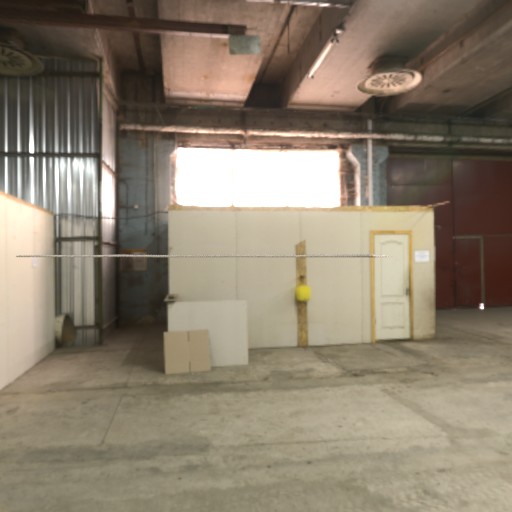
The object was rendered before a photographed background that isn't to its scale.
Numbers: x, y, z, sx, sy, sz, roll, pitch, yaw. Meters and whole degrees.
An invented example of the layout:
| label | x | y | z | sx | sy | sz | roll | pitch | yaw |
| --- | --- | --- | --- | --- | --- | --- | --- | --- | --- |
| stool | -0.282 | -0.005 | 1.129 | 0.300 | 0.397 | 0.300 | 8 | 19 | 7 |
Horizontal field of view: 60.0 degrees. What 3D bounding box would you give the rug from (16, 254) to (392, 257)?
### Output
| label | x | y | z | sx | sy | sz | roll | pitch | yaw |
| --- | --- | --- | --- | --- | --- | --- | --- | --- | --- |
| rug | 0.000 | 0.000 | 4.312 | 2.449 | 0.019 | 3.357 | 0 | 0 | 19 |
